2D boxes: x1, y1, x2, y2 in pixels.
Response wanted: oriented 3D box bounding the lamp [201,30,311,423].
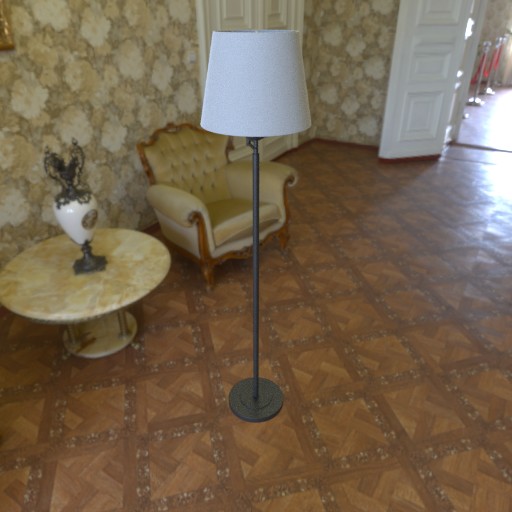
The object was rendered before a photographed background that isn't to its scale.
[{"bbox_3d":[0.000,0.000,1.627,0.348,1.473,0.348,-7,29,-13],"label":"lamp"}]
